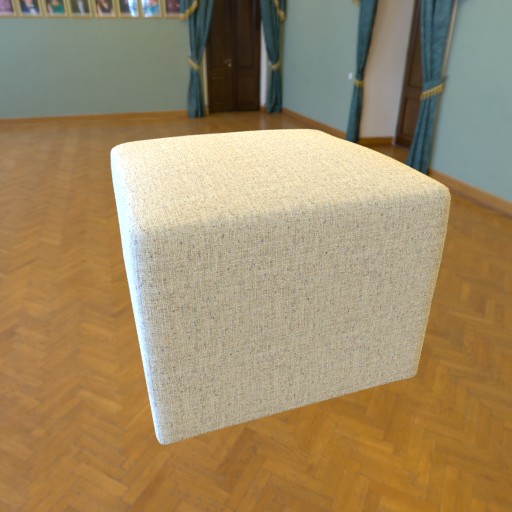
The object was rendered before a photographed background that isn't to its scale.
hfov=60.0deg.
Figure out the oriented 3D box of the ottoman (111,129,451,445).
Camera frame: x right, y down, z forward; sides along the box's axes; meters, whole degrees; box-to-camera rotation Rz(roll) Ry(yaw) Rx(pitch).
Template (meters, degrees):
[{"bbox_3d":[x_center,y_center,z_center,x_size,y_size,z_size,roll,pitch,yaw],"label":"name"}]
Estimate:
[{"bbox_3d":[0.000,0.000,0.929,0.521,0.453,0.512,-9,29,-17],"label":"ottoman"}]
